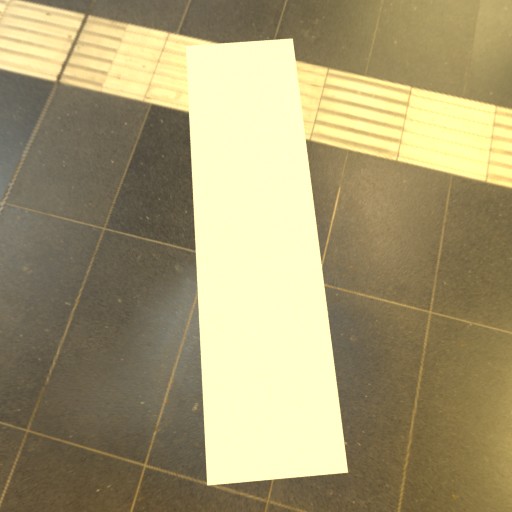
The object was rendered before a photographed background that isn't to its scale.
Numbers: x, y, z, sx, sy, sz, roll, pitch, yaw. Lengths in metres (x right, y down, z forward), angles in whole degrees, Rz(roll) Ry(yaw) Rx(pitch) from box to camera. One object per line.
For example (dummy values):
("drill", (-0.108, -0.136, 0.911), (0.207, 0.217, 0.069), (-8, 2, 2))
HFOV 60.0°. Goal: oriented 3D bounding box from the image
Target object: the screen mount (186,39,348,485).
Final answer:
("screen mount", (0.000, 0.000, 1.753), (0.400, 0.619, 1.490), (-5, 74, -1))
